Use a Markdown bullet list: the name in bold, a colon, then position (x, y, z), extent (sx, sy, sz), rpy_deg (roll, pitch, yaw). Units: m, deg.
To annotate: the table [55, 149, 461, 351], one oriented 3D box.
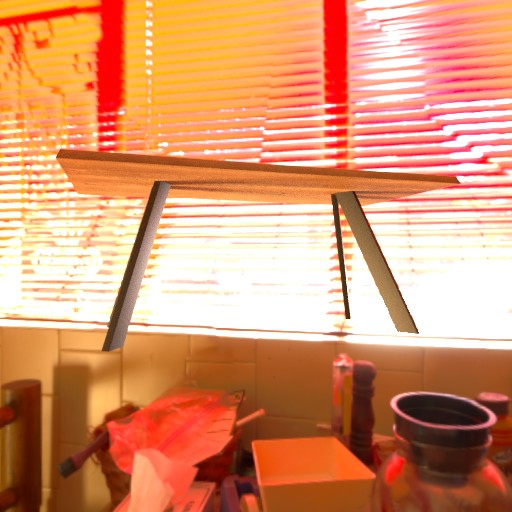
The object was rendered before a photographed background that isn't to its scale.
- **table**: position (0.000, 0.000, 2.297), extent (1.800, 0.770, 0.900), rpy_deg (0, -1, -17)
